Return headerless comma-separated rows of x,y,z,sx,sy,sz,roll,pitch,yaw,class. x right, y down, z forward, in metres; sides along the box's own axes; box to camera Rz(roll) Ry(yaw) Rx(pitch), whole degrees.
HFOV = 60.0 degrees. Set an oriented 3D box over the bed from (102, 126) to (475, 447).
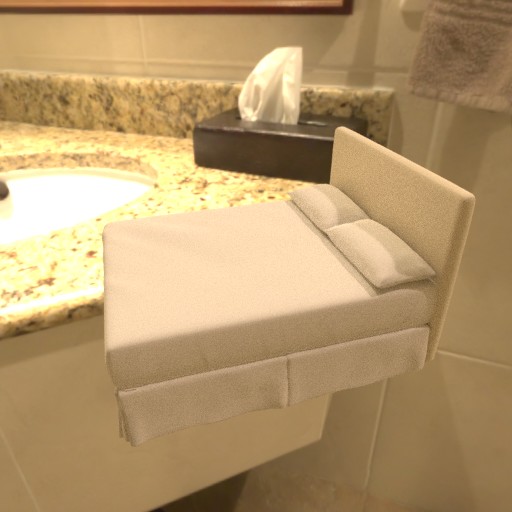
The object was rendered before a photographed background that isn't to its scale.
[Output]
0.000,0.000,3.193,2.147,1.330,1.714,-9,31,-15,bed
